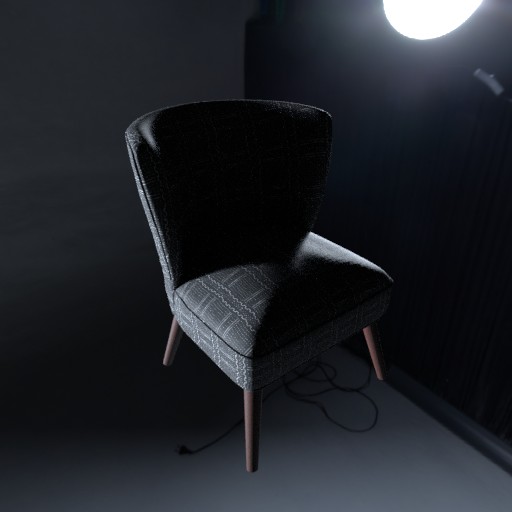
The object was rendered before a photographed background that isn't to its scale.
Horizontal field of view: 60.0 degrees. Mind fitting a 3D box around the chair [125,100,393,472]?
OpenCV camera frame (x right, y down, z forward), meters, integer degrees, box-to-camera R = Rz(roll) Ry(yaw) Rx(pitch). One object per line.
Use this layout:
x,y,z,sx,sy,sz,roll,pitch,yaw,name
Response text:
0.000,0.000,1.453,0.710,0.866,0.758,-21,36,-32,chair
